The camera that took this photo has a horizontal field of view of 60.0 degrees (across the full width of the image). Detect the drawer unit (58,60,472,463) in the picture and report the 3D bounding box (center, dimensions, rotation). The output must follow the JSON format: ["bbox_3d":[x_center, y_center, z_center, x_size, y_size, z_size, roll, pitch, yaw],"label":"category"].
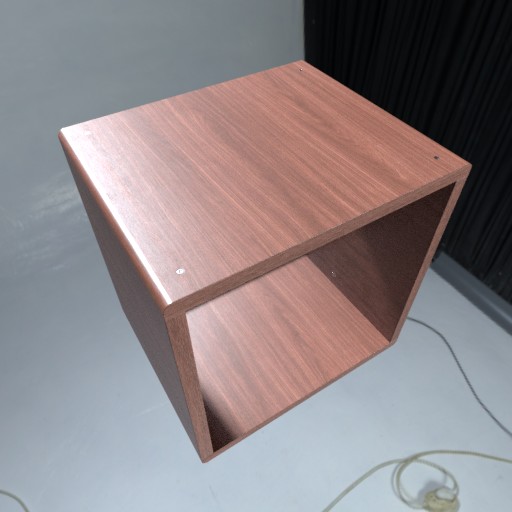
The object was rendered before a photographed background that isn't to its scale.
[{"bbox_3d":[0.000,0.000,0.606,0.349,0.351,0.290,-25,52,-21],"label":"drawer unit"}]
